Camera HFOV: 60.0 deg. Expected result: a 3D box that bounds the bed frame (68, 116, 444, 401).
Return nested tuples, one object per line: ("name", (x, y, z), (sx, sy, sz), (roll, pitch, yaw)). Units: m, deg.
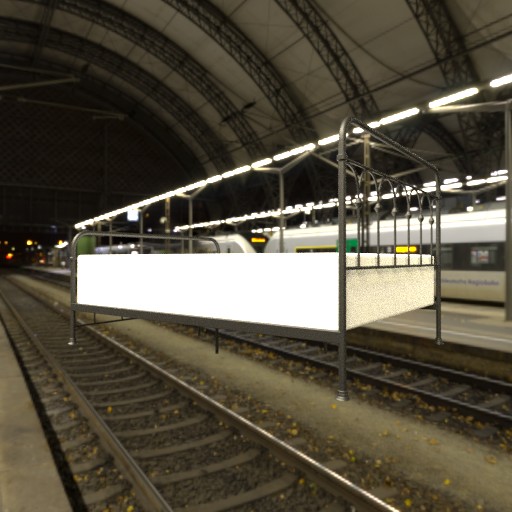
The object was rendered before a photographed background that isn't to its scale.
("bed frame", (0.000, 0.000, 3.234), (2.203, 1.276, 1.664), (0, 0, 37))
